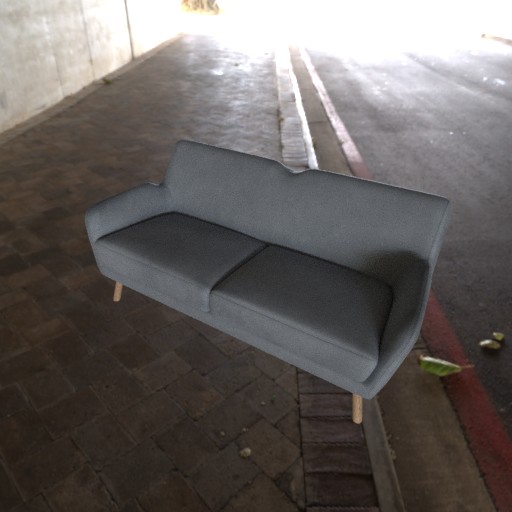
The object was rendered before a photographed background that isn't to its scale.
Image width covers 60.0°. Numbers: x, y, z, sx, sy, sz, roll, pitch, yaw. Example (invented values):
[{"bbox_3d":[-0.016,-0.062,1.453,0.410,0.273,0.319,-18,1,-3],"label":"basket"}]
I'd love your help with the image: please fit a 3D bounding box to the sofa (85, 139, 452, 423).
[{"bbox_3d":[0.000,0.000,2.377,1.870,0.810,0.850,19,36,29],"label":"sofa"}]
